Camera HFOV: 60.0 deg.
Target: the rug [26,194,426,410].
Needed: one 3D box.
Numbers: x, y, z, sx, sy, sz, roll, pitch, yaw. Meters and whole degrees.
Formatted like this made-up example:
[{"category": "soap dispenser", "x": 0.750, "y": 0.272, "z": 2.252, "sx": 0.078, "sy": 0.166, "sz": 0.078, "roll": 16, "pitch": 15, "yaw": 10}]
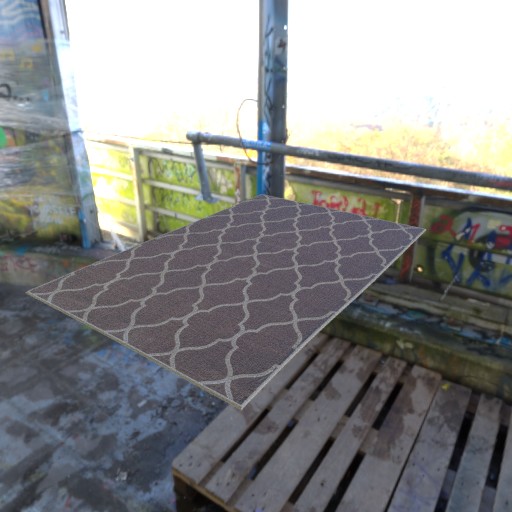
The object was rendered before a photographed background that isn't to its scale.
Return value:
[{"category": "rug", "x": 0.000, "y": 0.000, "z": 2.908, "sx": 1.528, "sy": 0.014, "sz": 2.294, "roll": 17, "pitch": 30, "yaw": 32}]
